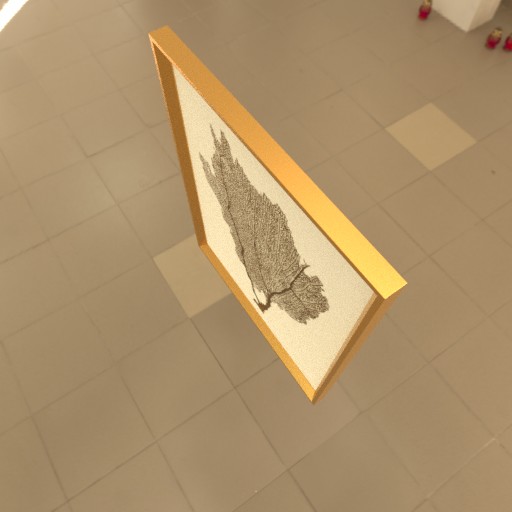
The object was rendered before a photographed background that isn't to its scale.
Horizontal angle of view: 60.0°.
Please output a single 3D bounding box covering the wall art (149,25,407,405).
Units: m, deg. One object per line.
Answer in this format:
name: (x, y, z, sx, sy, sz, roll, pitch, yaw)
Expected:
wall art: (0.000, 0.000, 1.000, 0.038, 0.762, 0.610, -31, 66, -15)
